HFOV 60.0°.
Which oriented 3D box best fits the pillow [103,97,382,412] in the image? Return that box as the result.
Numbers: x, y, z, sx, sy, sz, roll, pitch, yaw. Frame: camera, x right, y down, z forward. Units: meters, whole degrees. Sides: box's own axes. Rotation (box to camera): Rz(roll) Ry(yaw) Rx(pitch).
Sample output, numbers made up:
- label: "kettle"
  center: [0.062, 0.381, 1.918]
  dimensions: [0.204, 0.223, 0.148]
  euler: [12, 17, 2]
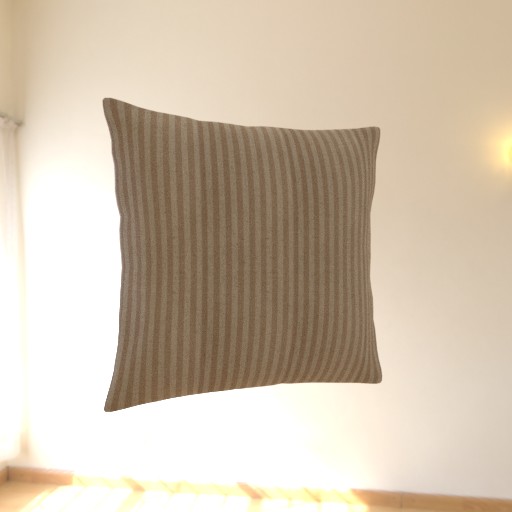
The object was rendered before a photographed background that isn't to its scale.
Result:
- label: "pillow"
  center: [0.000, 0.000, 0.797]
  dimensions: [0.523, 0.510, 0.166]
  euler: [0, -1, -18]
